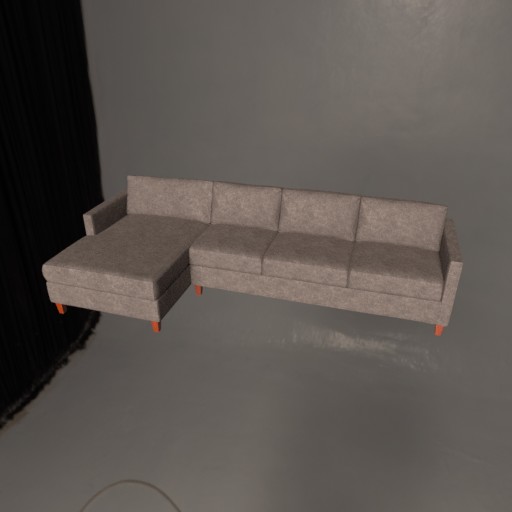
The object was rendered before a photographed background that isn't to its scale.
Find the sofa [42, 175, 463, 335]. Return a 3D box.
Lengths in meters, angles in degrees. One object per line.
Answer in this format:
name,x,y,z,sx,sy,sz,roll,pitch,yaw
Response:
sofa,0.000,0.000,4.111,3.471,0.954,1.606,8,29,15
